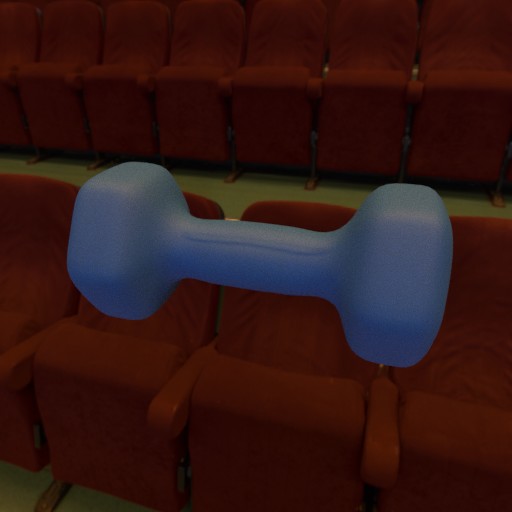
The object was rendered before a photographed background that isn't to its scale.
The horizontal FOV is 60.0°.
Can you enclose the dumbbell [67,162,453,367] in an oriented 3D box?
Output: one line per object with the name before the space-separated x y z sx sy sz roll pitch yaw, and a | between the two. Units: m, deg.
dumbbell | 0.000 0.000 0.265 0.212 0.093 0.103 8 28 14
